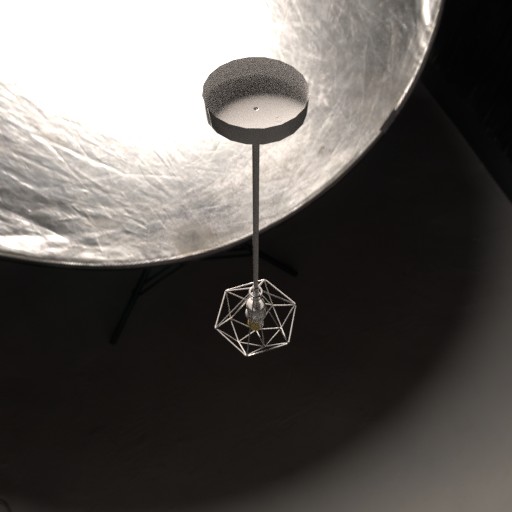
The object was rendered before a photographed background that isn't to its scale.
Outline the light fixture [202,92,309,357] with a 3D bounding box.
[{"bbox_3d":[0.000,0.000,1.969,0.487,1.764,0.431,-15,60,-9],"label":"light fixture"}]
